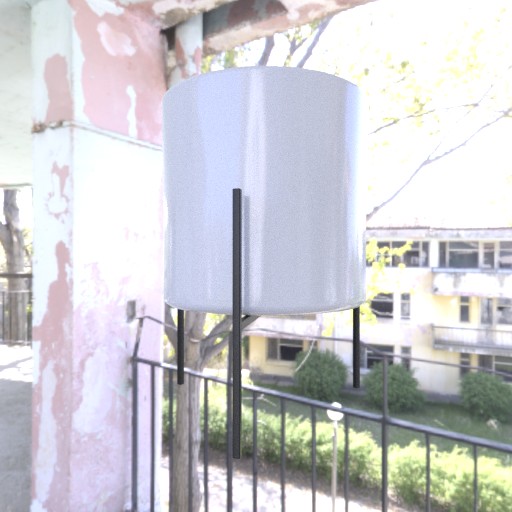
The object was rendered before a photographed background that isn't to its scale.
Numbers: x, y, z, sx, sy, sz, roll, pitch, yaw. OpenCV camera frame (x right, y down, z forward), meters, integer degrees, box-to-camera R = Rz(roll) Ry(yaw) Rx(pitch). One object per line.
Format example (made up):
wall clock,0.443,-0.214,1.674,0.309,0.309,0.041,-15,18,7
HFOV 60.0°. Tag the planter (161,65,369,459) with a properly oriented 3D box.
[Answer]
planter,0.000,0.000,0.728,0.361,0.480,0.360,0,0,36
